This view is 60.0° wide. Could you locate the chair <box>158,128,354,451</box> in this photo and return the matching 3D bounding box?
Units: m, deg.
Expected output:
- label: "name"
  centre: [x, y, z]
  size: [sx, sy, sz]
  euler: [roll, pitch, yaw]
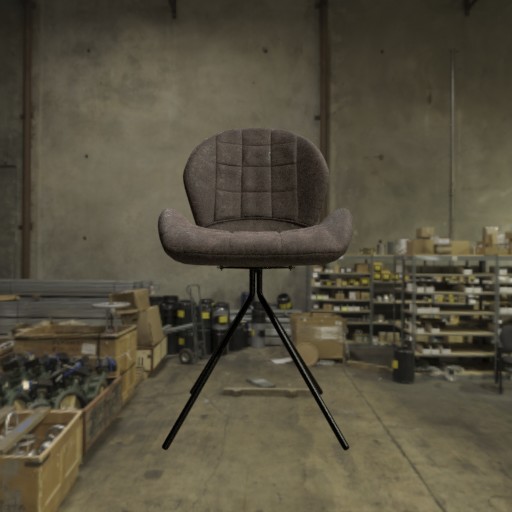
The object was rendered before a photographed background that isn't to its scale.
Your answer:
- label: "chair"
  centre: [0.000, 0.000, 1.324]
  size: [0.527, 0.934, 0.640]
  euler: [0, 0, 0]
